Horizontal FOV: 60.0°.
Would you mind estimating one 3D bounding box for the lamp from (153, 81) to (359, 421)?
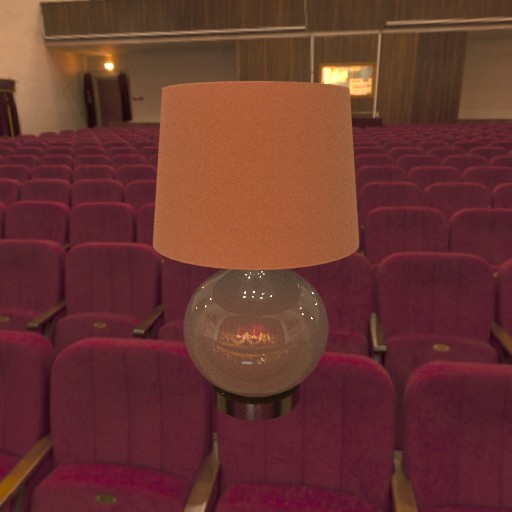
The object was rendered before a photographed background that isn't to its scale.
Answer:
[{"bbox_3d":[0.000,0.000,0.549,0.247,0.387,0.247,0,16,0],"label":"lamp"}]
